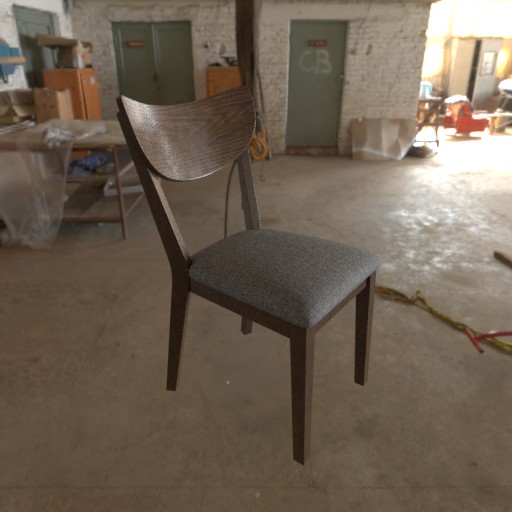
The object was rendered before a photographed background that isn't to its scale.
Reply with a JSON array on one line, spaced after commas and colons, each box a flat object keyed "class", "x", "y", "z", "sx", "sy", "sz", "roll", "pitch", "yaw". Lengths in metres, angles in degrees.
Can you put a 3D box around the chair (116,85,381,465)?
[{"class": "chair", "x": 0.000, "y": 0.000, "z": 1.229, "sx": 0.583, "sy": 0.849, "sz": 0.491, "roll": 17, "pitch": 29, "yaw": 33}]
